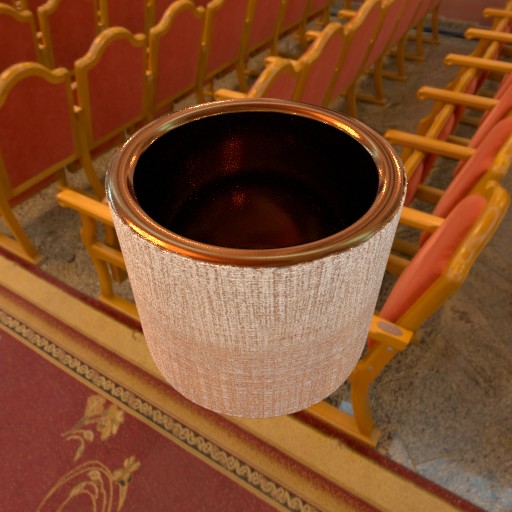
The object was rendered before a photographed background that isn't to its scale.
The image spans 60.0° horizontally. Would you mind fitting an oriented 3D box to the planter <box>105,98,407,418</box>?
[{"bbox_3d":[0.000,0.000,0.316,0.177,0.157,0.177,0,44,0],"label":"planter"}]
